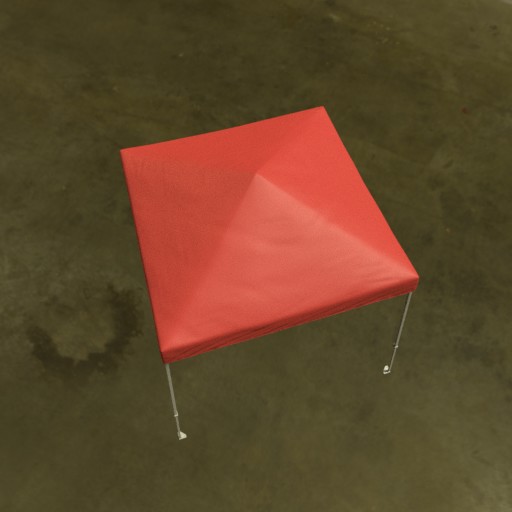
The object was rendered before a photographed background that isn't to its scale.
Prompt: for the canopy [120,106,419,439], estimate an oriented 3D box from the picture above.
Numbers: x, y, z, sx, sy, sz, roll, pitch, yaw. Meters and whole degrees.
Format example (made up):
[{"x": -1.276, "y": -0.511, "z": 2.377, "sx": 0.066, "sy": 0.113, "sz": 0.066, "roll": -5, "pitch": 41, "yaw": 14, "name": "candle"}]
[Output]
[{"x": 0.000, "y": 0.000, "z": 5.139, "sx": 2.849, "sy": 2.849, "sz": 2.848, "roll": -15, "pitch": 60, "yaw": -9, "name": "canopy"}]
